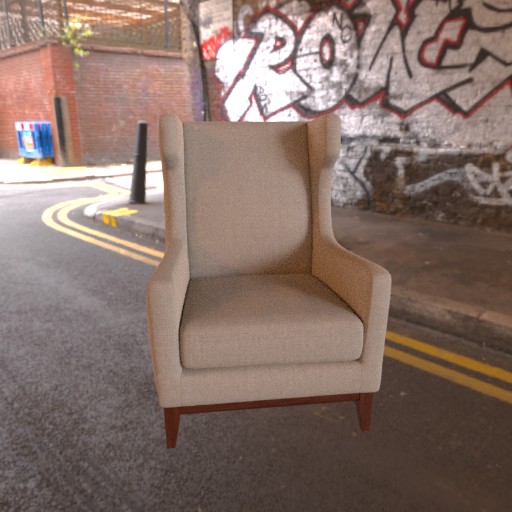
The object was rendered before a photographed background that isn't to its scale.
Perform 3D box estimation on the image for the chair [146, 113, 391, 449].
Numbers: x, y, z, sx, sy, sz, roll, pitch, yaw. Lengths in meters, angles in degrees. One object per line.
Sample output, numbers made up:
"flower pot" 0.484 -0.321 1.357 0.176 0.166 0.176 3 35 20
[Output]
"chair" 0.000 0.000 1.752 0.778 1.079 0.899 -2 17 -7
